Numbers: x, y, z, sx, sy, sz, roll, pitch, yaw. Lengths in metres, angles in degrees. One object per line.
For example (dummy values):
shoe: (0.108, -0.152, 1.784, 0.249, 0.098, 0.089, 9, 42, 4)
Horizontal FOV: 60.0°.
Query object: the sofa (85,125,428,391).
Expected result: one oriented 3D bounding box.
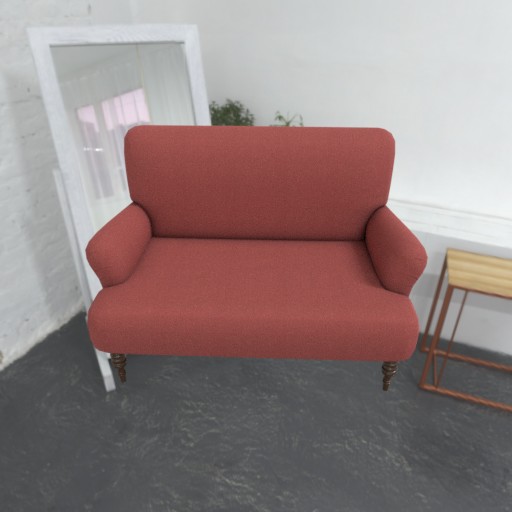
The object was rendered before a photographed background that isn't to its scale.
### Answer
sofa: (0.000, 0.000, 1.860, 1.297, 0.889, 0.779, 1, 31, 2)
